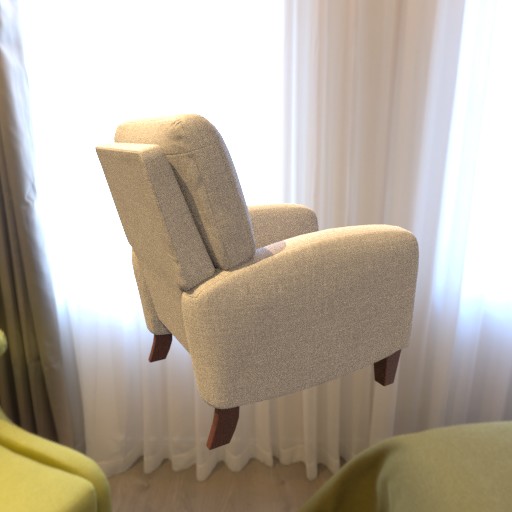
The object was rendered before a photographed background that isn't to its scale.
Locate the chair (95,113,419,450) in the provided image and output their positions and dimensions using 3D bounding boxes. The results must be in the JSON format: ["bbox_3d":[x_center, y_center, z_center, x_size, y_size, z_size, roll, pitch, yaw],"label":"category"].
[{"bbox_3d":[0.000,0.000,1.667,0.990,0.990,0.762,-8,17,-28],"label":"chair"}]
